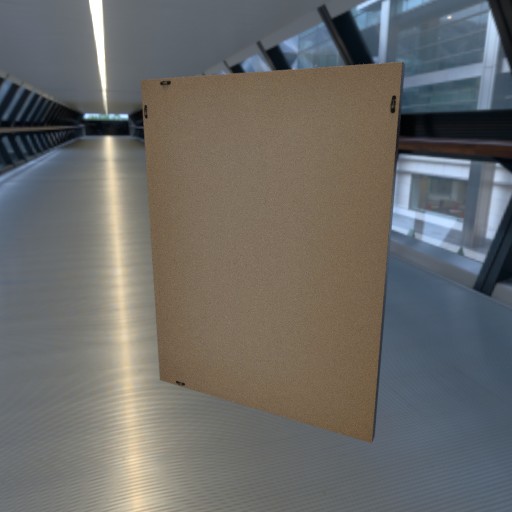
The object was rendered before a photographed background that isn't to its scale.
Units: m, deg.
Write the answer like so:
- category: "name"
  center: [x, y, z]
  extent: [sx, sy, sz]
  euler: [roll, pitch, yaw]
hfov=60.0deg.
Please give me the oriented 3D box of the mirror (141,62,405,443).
- category: "mirror"
  center: [0.000, 0.000, 1.320]
  extent: [0.762, 1.016, 0.041]
  euler: [7, 17, 26]
